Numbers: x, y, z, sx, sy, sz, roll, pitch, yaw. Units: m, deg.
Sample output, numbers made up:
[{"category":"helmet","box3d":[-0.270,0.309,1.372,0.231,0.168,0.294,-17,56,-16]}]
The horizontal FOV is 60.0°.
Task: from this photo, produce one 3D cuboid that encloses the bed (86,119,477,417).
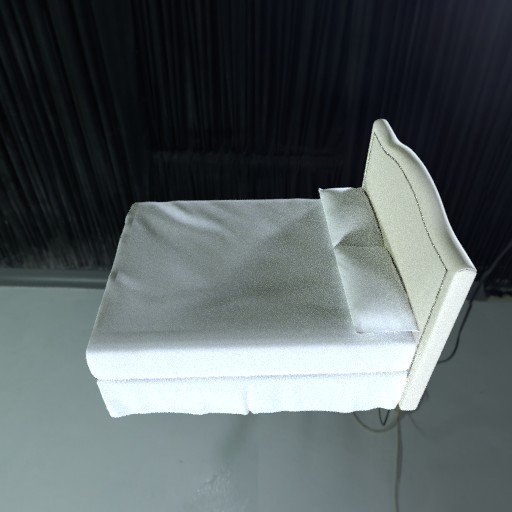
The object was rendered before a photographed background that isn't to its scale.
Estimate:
[{"category":"bed","box3d":[0.000,0.000,3.206,2.143,1.460,1.753,-1,41,-1]}]
